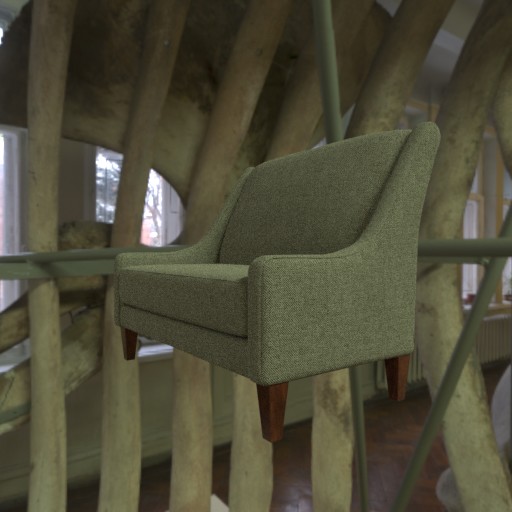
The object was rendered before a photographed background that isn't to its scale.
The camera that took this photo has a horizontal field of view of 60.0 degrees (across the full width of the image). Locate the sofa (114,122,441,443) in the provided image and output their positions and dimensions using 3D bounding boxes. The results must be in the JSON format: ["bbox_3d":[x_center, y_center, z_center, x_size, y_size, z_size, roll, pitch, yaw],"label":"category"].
[{"bbox_3d":[0.000,0.000,1.918,0.870,1.021,1.242,-1,1,-36],"label":"sofa"}]
